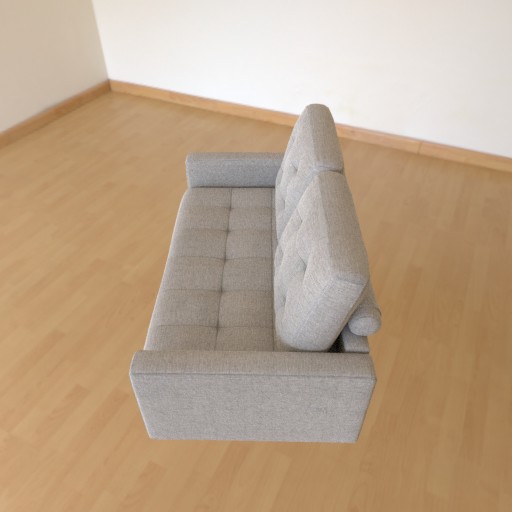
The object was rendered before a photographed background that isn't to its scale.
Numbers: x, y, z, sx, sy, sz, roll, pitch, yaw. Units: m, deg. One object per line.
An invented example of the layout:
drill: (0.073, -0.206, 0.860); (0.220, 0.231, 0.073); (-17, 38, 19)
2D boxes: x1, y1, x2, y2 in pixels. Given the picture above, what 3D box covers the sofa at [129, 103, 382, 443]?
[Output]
sofa: (0.000, 0.000, 1.967); (0.842, 0.907, 1.407); (1, 42, 1)
